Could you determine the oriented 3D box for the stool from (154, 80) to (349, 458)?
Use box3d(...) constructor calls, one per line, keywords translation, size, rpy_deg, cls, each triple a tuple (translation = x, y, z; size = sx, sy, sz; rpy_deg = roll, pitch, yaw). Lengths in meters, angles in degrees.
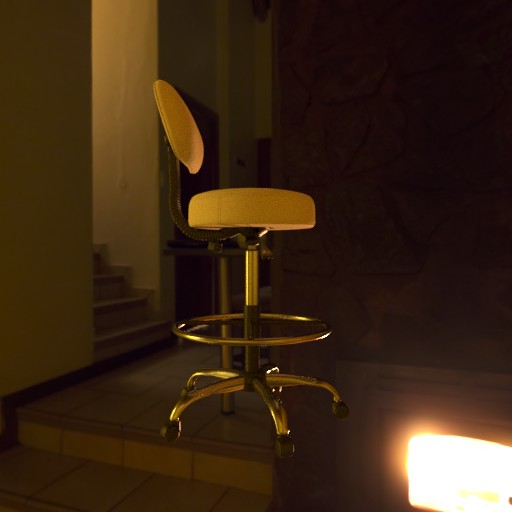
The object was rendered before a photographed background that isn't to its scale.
box3d(translation=(0.000, 0.000, 1.472), size=(0.616, 1.080, 0.609), rpy_deg=(0, 1, 0), cls="stool")
